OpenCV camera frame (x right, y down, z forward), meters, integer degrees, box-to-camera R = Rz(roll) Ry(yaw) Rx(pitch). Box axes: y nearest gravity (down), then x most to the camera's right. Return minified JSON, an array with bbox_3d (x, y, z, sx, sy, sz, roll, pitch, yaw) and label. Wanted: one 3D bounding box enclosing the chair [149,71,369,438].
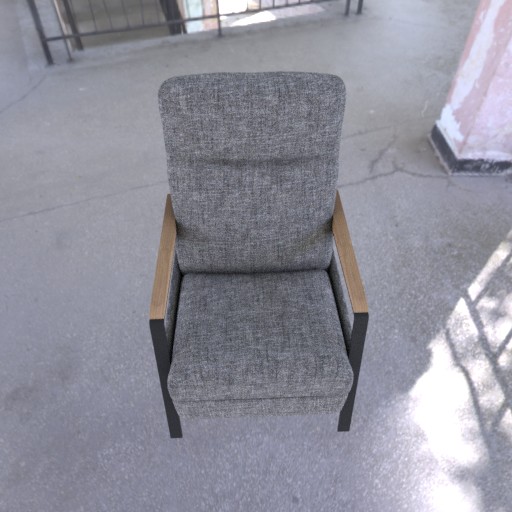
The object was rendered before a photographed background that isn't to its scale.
[{"bbox_3d":[0.000,0.000,1.578,0.671,1.042,0.868,-2,47,-2],"label":"chair"}]
